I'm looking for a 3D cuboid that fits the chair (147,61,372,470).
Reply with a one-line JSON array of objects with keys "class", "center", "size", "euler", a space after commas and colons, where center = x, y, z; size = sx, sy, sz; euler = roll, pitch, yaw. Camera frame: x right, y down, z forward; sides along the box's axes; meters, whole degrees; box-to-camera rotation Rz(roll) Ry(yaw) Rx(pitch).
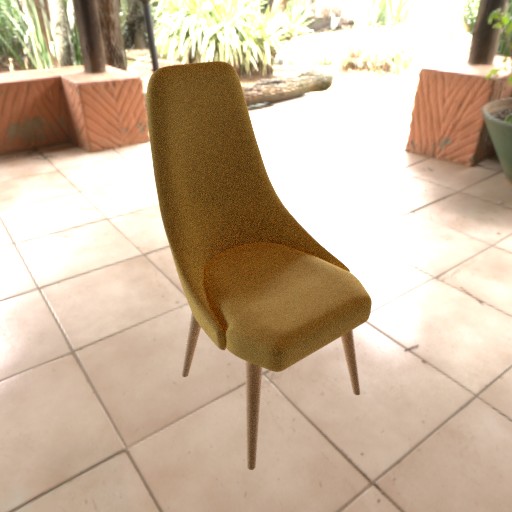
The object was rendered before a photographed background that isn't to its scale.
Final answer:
[{"class": "chair", "center": [0.000, 0.000, 1.374], "size": [0.510, 1.040, 0.660], "euler": [-22, 37, -31]}]
